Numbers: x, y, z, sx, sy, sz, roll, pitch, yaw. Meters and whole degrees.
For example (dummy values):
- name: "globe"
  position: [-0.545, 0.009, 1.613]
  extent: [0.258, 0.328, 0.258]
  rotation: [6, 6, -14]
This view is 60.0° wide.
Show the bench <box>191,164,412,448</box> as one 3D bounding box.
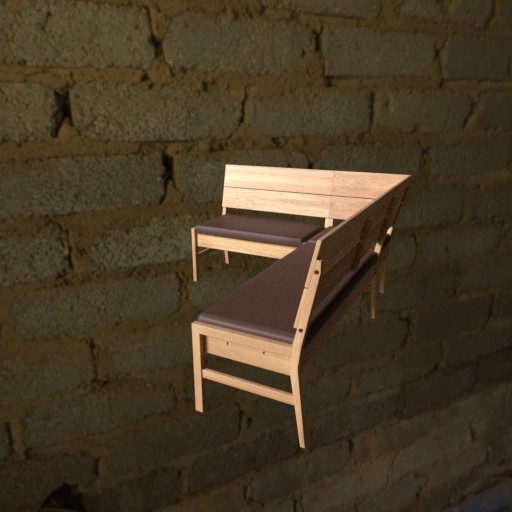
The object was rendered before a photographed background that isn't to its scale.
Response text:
- name: "bench"
  position: [0.000, 0.000, 2.824]
  extent: [1.549, 0.890, 1.975]
  rotation: [9, 20, 25]
